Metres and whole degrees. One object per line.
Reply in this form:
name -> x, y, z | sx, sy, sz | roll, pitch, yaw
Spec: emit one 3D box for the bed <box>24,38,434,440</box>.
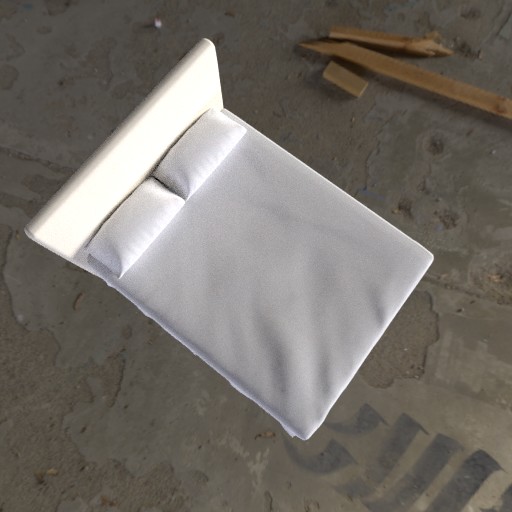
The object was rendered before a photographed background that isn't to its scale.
bed -> 0.000, 0.000, 3.151 | 2.142, 1.330, 1.713 | 37, 79, 8
